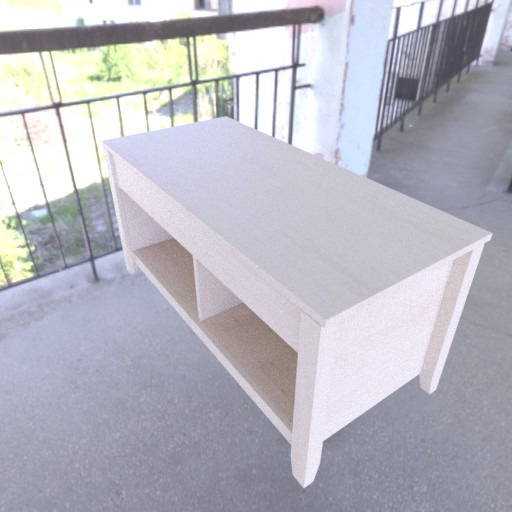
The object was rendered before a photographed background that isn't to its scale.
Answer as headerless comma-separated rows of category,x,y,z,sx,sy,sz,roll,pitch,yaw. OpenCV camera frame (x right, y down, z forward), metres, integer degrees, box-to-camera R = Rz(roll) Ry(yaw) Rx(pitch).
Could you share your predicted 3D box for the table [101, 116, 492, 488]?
table,0.000,0.000,1.267,0.457,0.483,1.016,-21,39,-29
